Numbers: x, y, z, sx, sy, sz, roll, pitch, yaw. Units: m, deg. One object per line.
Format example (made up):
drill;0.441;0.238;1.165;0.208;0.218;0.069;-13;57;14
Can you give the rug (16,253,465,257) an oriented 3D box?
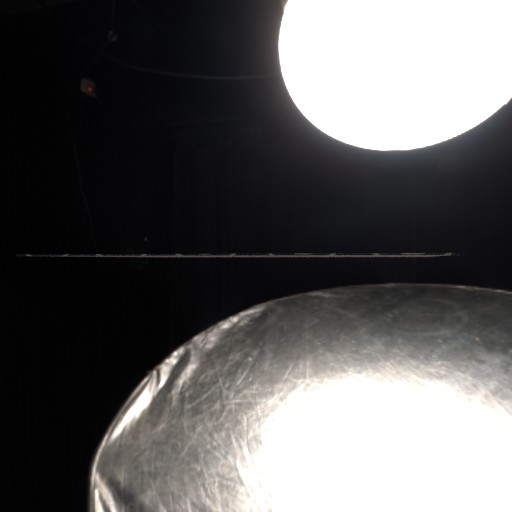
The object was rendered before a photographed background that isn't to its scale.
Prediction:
rug;0.000;0.000;4.277;3.353;0.010;2.438;0;0;17
